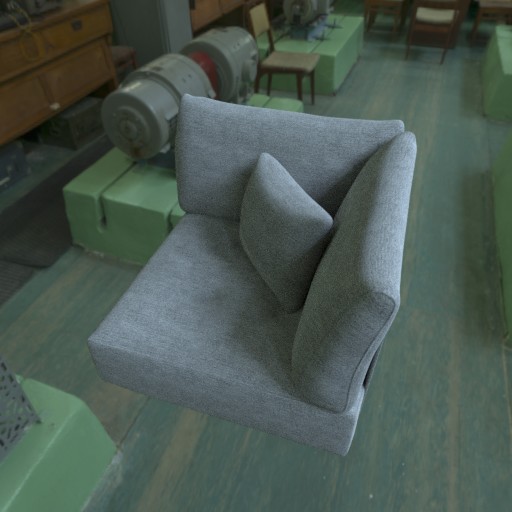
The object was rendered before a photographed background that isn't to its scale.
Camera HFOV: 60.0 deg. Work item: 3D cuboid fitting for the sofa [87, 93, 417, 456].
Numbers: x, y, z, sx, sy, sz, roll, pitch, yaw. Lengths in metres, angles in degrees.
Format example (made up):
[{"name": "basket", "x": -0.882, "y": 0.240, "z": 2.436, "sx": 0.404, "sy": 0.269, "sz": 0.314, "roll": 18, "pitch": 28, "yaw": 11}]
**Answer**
[{"name": "sofa", "x": 0.000, "y": 0.000, "z": 1.704, "sx": 1.000, "sy": 0.820, "sz": 1.000, "roll": 12, "pitch": 42, "yaw": 14}]
